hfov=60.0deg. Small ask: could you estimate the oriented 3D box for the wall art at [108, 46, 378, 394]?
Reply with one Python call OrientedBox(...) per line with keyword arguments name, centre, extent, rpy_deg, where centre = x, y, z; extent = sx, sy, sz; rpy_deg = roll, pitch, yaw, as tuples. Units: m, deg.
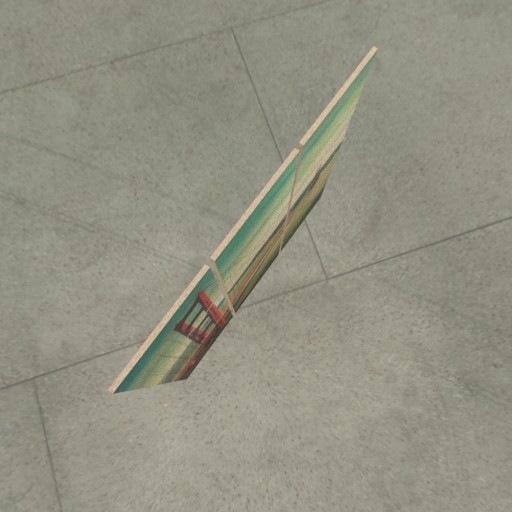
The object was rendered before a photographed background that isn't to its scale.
OrientedBox(name="wall art", centre=(0.000, 0.000, 1.349), extent=(0.012, 0.910, 0.917), rpy_deg=(35, 79, 8))
